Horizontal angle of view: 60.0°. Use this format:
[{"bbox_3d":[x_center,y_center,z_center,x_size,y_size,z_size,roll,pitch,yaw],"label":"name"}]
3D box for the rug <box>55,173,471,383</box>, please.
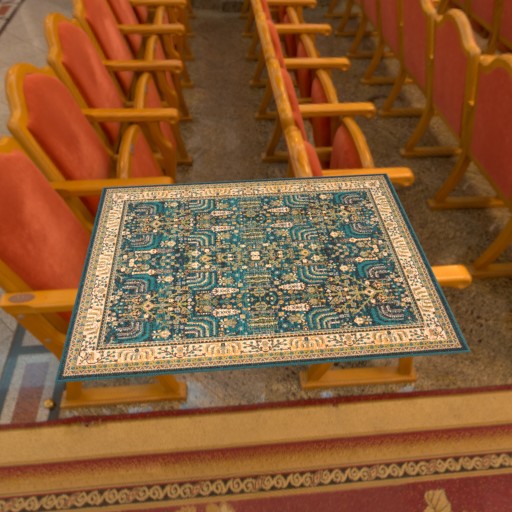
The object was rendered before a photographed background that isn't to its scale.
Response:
[{"bbox_3d":[0.000,0.000,3.988,3.044,0.015,2.226,-3,47,-3],"label":"rug"}]
